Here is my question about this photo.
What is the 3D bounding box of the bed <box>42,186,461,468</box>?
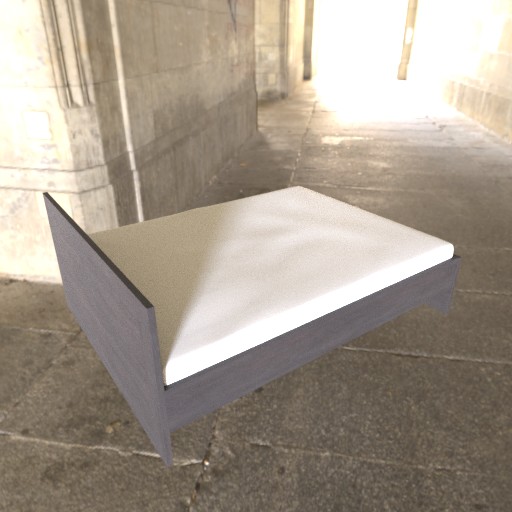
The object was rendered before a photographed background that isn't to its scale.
[{"bbox_3d":[0.000,0.000,2.853,2.073,0.823,1.585,-18,32,-31],"label":"bed"}]
